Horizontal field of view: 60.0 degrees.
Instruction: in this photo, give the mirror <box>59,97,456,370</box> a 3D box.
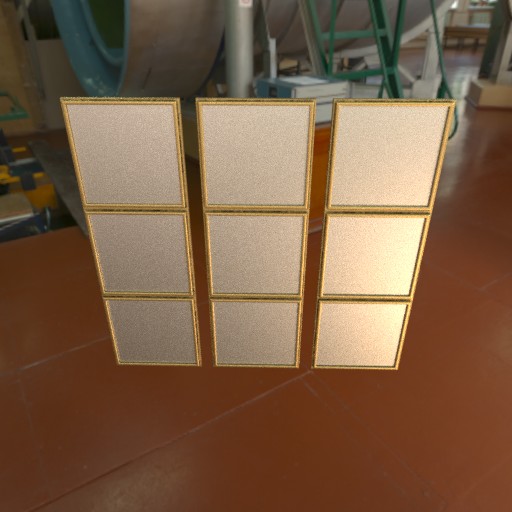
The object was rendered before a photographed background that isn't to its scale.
[{"bbox_3d":[0.000,0.000,1.362,1.011,0.926,0.023,1,30,1],"label":"mirror"}]
